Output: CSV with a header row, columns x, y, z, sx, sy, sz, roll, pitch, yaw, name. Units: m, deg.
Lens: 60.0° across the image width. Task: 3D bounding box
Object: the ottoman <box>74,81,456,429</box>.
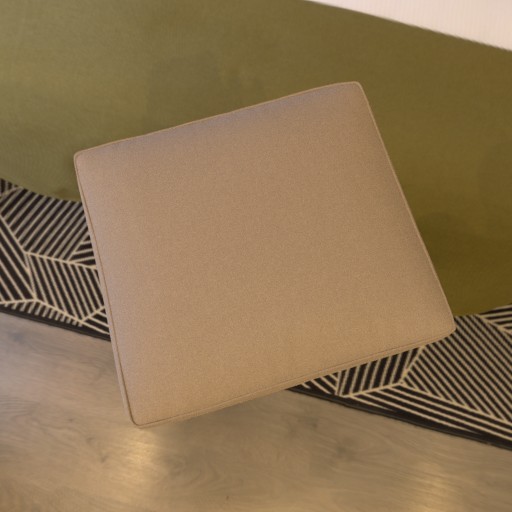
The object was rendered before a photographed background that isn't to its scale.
x,y,z,sx,sy,sz,roll,pitch,yaw,name
0.000,0.000,1.139,0.721,0.505,0.662,-16,77,-4,ottoman
